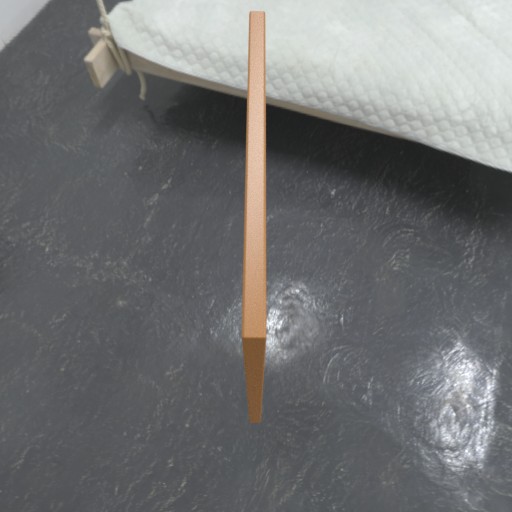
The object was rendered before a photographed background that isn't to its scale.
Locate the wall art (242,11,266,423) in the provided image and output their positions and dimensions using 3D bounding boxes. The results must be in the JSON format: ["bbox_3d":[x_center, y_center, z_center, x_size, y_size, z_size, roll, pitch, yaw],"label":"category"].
[{"bbox_3d":[0.000,0.000,0.734,0.022,0.553,0.452,0,62,0],"label":"wall art"}]
